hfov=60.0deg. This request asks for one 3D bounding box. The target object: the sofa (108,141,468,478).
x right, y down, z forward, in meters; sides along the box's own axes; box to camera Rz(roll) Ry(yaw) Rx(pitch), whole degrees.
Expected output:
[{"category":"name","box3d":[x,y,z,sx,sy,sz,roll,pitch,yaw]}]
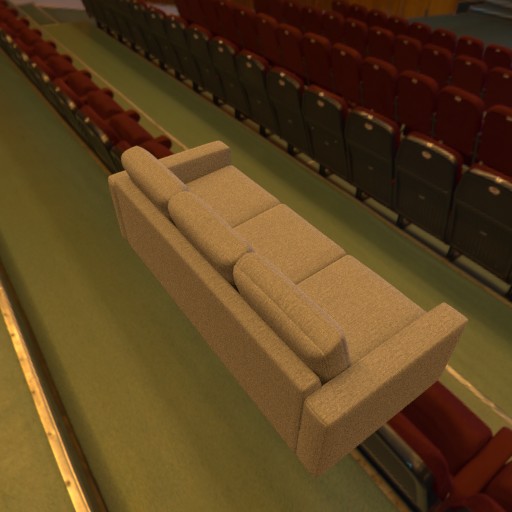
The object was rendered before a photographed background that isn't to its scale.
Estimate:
[{"category":"sofa","box3d":[0.000,0.000,2.557,0.900,0.800,2.120,-26,48,-26]}]
